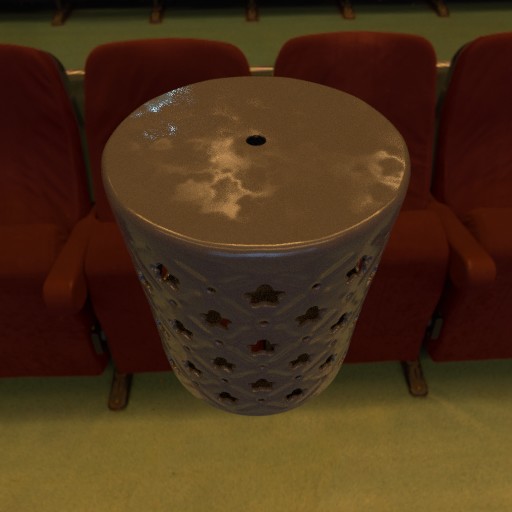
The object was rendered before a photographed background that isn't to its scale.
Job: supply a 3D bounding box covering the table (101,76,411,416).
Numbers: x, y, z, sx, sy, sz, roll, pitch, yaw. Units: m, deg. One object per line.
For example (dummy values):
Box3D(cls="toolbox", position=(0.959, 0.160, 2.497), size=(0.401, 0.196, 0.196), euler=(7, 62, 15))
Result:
Box3D(cls="table", position=(0.000, 0.000, 0.646), size=(0.352, 0.387, 0.352), euler=(0, 47, 0))
